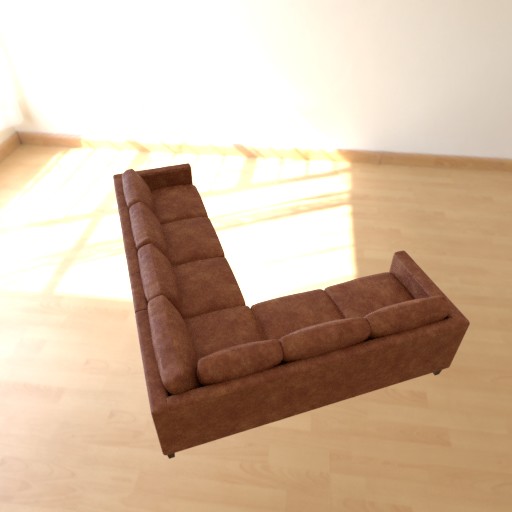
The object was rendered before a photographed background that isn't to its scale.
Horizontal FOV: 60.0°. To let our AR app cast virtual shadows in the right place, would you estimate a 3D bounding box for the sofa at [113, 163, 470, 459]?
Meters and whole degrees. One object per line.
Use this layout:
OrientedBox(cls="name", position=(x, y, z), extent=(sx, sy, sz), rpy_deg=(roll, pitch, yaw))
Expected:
OrientedBox(cls="sofa", position=(0.000, 0.000, 4.414), extent=(2.438, 0.838, 3.150), rpy_deg=(-12, 42, -14))
